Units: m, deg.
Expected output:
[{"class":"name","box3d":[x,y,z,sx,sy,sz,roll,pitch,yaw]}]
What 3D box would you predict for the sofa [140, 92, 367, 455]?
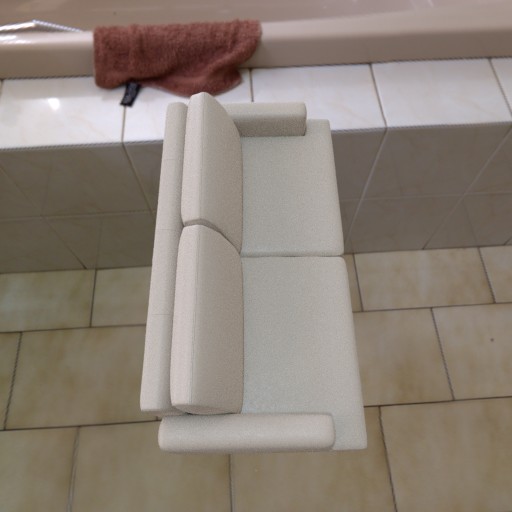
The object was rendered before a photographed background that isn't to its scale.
[{"class":"sofa","box3d":[0.000,0.000,2.376,0.974,0.765,1.940,-1,64,0]}]
